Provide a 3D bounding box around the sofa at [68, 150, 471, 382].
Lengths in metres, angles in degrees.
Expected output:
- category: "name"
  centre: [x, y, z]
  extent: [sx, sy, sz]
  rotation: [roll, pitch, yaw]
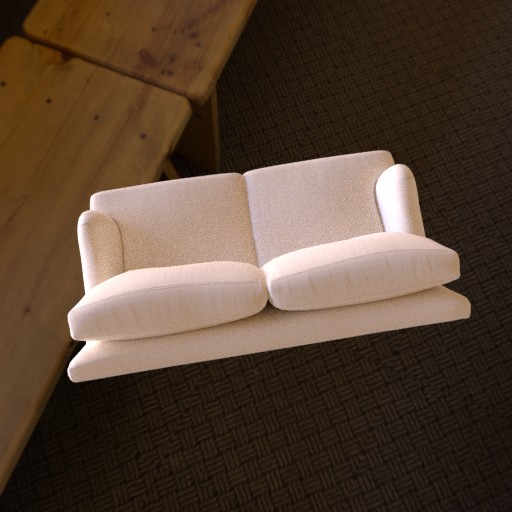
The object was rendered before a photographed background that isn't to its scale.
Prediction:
- category: "sofa"
  centre: [0.000, 0.000, 2.483]
  extent: [1.853, 1.101, 1.084]
  rotation: [-9, 76, -2]
